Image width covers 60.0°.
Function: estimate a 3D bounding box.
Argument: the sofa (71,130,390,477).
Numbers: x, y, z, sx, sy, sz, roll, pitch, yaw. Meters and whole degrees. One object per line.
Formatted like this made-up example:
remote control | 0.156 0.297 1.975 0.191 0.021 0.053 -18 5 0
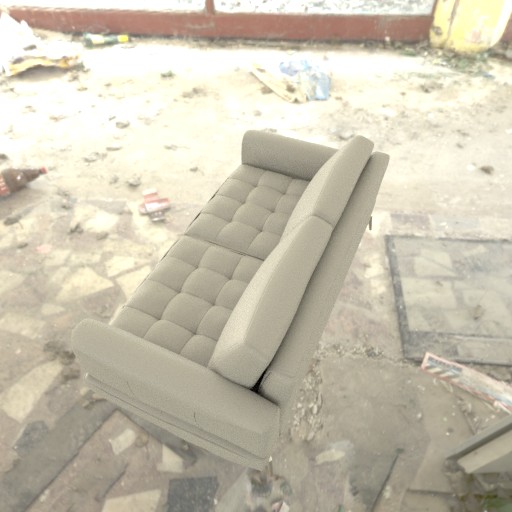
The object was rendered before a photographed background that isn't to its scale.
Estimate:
sofa | 0.000 0.000 2.732 1.121 0.930 2.177 18 50 16
